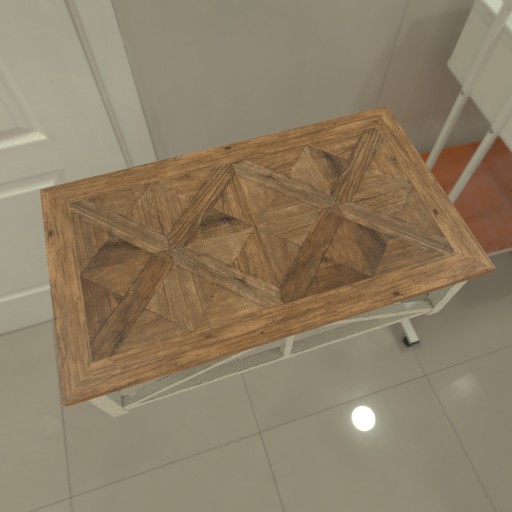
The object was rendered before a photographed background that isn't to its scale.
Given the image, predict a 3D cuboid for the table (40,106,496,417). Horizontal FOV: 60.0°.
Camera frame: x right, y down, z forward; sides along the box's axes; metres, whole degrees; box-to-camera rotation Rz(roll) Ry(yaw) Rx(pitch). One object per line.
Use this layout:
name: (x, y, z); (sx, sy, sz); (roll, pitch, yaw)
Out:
table: (0.000, 0.000, 1.715); (1.400, 0.410, 0.800); (-16, 62, -9)
